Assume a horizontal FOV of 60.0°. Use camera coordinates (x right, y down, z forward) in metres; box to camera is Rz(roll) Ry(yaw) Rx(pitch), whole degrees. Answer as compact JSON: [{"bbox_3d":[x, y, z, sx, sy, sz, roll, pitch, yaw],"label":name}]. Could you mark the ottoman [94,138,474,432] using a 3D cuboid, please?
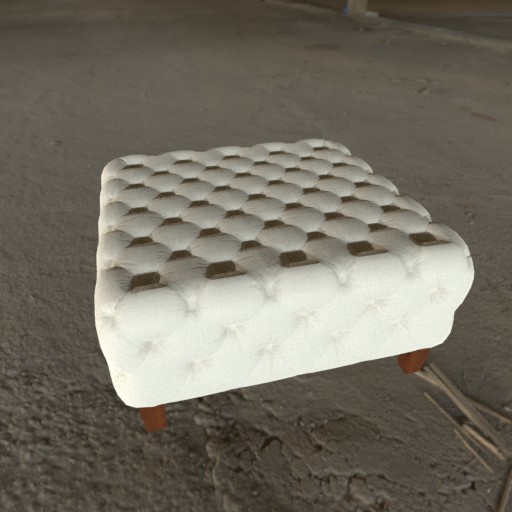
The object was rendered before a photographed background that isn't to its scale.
[{"bbox_3d":[0.000,0.000,1.177,0.753,0.376,0.755,-8,34,-13],"label":"ottoman"}]
